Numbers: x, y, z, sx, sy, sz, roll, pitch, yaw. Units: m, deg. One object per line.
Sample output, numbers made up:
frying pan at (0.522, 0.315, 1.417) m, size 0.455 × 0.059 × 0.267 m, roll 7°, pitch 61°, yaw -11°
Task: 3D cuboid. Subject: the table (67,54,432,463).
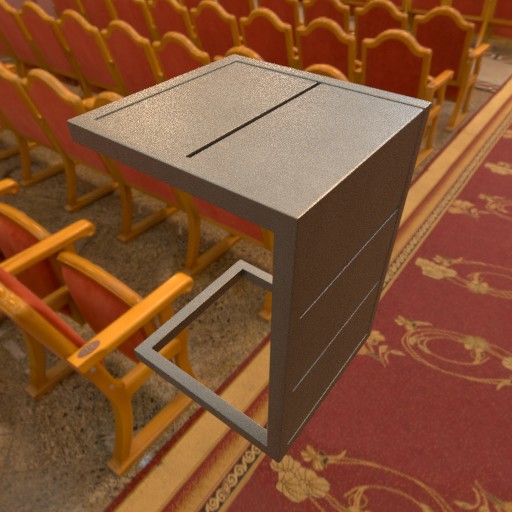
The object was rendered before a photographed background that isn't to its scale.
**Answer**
table at (0.000, 0.000, 0.901) m, size 0.420 × 0.609 × 0.405 m, roll 26°, pitch 48°, yaw 27°
